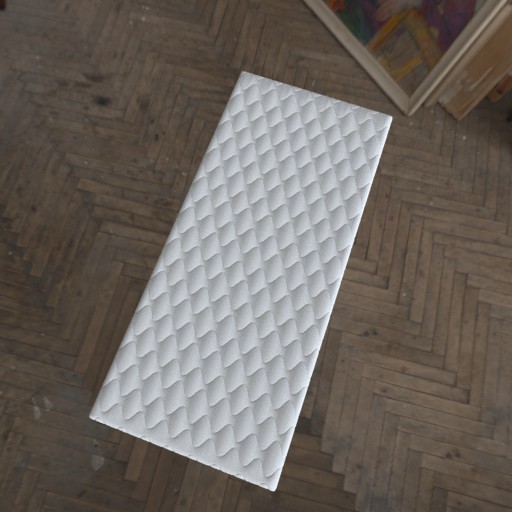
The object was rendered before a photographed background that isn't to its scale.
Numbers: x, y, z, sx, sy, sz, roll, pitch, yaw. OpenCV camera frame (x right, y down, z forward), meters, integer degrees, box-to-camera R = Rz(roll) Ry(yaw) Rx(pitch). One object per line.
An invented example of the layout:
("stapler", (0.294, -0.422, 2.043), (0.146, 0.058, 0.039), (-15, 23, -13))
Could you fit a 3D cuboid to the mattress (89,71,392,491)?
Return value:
("mattress", (0.000, 0.000, 2.299), (0.900, 0.200, 2.000), (19, 74, 6))
